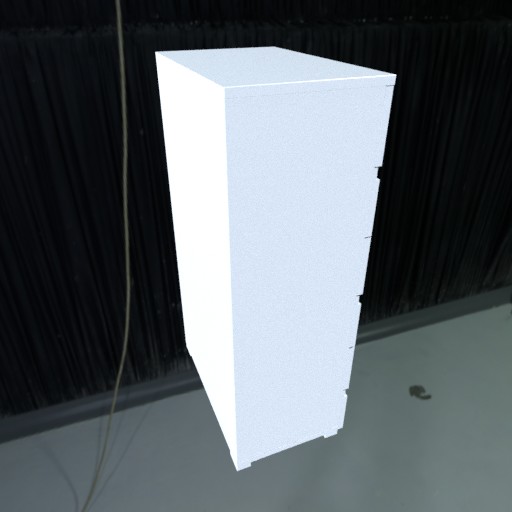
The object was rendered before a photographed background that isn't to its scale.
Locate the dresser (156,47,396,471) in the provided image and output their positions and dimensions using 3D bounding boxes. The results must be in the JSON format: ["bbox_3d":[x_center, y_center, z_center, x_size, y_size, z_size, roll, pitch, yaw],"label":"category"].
[{"bbox_3d":[0.000,0.000,1.469,0.400,1.190,0.650,-12,33,-19],"label":"dresser"}]
